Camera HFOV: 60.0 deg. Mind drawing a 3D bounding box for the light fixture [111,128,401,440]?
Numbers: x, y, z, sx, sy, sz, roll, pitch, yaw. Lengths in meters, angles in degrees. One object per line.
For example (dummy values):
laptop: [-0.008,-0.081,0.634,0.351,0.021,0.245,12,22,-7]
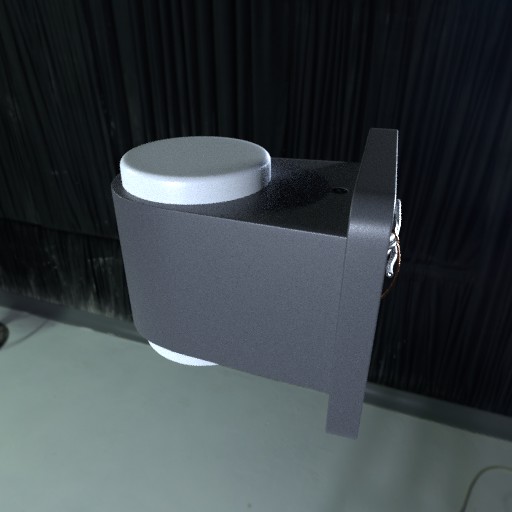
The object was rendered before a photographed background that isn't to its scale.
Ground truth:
light fixture: [0.000,0.000,0.215,0.132,0.109,0.109,8,30,14]
